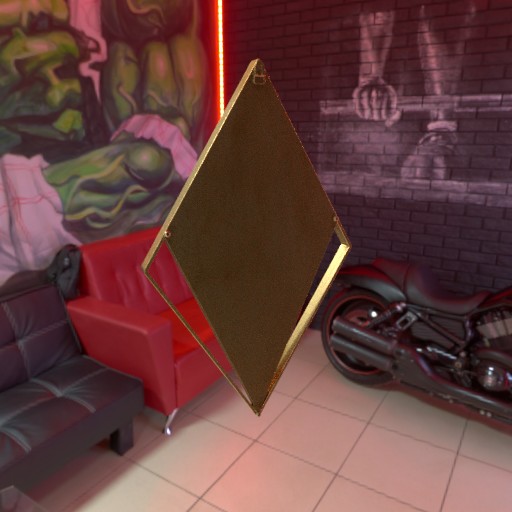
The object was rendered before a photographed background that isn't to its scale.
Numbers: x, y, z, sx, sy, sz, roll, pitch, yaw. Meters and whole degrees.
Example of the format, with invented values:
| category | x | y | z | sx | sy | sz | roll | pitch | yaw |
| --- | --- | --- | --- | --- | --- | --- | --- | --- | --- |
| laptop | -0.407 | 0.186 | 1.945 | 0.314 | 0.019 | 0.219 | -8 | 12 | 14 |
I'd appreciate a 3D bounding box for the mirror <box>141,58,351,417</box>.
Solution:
| category | x | y | z | sx | sy | sz | roll | pitch | yaw |
| --- | --- | --- | --- | --- | --- | --- | --- | --- | --- |
| mirror | 0.000 | 0.000 | 0.828 | 0.419 | 0.679 | 0.032 | -7 | 17 | -24 |
